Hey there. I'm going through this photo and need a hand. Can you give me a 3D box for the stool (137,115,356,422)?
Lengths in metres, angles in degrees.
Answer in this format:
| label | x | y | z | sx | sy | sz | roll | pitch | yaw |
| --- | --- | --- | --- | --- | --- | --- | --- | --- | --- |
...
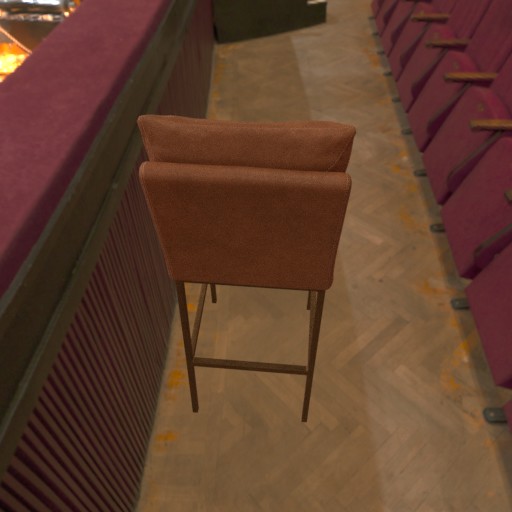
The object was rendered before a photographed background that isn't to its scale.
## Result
| label | x | y | z | sx | sy | sz | roll | pitch | yaw |
| --- | --- | --- | --- | --- | --- | --- | --- | --- | --- |
| stool | 0.000 | 0.000 | 1.410 | 0.463 | 1.124 | 0.571 | 4 | 45 | 4 |
